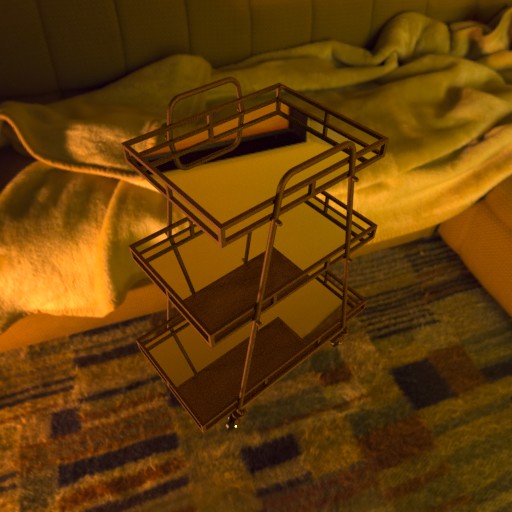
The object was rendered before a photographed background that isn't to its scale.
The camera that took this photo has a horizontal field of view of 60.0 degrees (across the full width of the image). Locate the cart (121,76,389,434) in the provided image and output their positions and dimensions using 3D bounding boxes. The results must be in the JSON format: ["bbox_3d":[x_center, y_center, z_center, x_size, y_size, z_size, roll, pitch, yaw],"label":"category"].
[{"bbox_3d":[0.000,0.000,1.294,0.711,0.883,0.441,-31,53,-27],"label":"cart"}]
